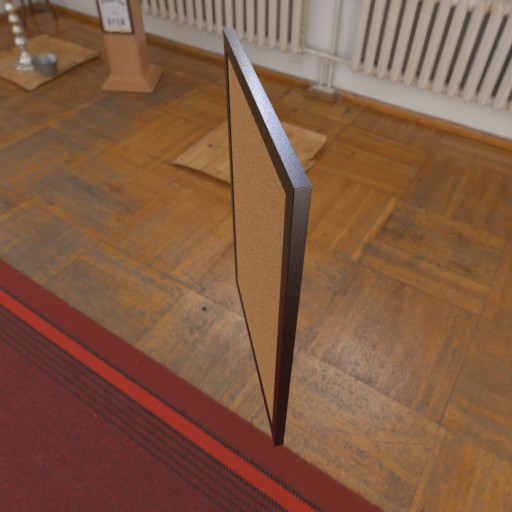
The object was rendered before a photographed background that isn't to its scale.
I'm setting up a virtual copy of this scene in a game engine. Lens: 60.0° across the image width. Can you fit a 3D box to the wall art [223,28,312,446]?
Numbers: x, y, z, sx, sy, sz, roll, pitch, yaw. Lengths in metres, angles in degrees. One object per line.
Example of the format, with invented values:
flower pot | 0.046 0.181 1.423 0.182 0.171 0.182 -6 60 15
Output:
wall art | 0.000 0.000 0.552 0.013 0.432 0.304 -9 46 -8
